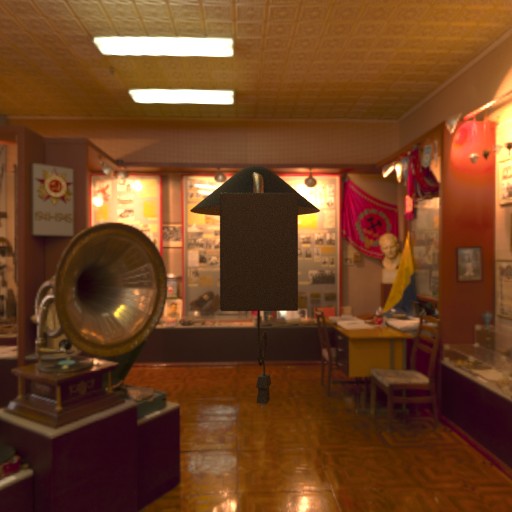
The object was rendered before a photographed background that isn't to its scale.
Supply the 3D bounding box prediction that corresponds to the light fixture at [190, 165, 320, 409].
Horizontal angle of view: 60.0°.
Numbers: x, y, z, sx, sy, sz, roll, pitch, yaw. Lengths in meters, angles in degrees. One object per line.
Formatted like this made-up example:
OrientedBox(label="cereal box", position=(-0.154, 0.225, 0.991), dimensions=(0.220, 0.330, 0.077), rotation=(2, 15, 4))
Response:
OrientedBox(label="light fixture", position=(0.000, 0.000, 0.686), dimensions=(0.240, 0.312, 0.516), rotation=(0, 0, -1))
